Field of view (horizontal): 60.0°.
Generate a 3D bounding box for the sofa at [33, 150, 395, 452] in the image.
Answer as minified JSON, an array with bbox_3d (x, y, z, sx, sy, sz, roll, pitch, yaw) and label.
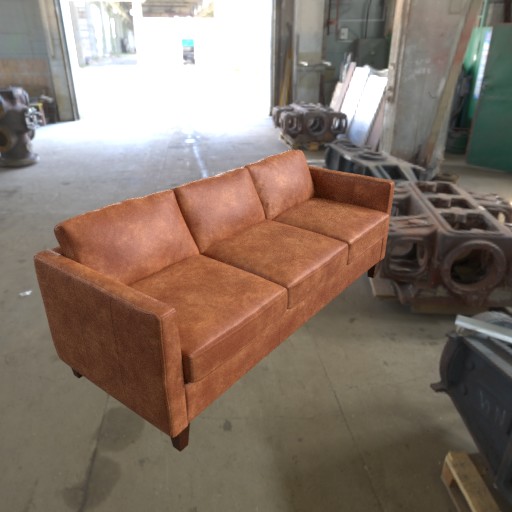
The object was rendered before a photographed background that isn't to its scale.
[{"bbox_3d":[0.000,0.000,2.994,1.045,1.006,2.464,18,31,33],"label":"sofa"}]
